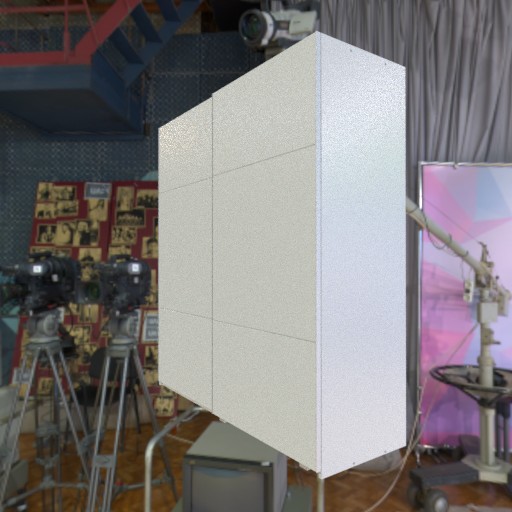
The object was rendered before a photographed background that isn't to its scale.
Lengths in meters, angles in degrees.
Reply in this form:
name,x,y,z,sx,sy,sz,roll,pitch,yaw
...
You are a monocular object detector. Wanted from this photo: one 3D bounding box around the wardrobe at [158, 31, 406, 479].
name,x,y,z,sx,sy,sz,roll,pitch,yaw
wardrobe,0.000,0.000,2.828,0.629,1.960,1.780,0,0,-36
